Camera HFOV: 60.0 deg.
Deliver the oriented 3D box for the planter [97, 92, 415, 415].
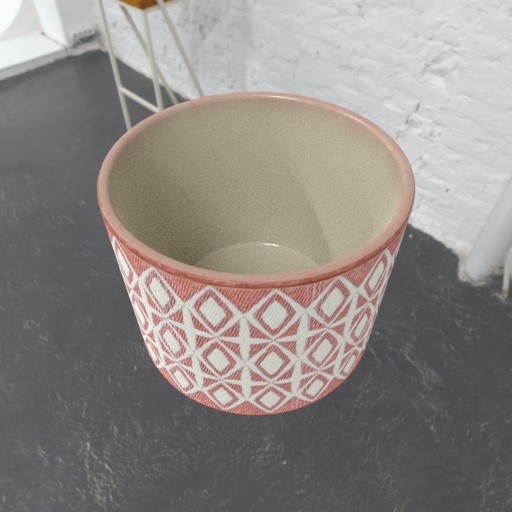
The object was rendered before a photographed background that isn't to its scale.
[{"bbox_3d":[0.000,0.000,0.475,0.273,0.237,0.273,0,47,0],"label":"planter"}]
